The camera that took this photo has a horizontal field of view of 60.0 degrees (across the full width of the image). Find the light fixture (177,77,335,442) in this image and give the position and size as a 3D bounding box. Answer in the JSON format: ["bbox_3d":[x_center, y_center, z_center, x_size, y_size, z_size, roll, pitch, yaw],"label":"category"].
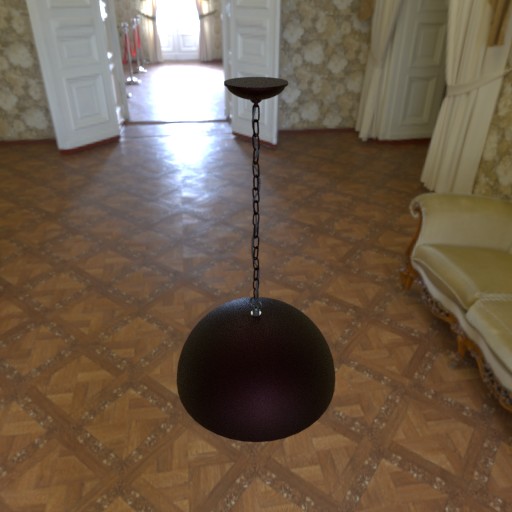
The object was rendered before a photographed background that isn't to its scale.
[{"bbox_3d":[0.000,0.000,1.175,0.492,0.869,0.492,19,36,30],"label":"light fixture"}]
